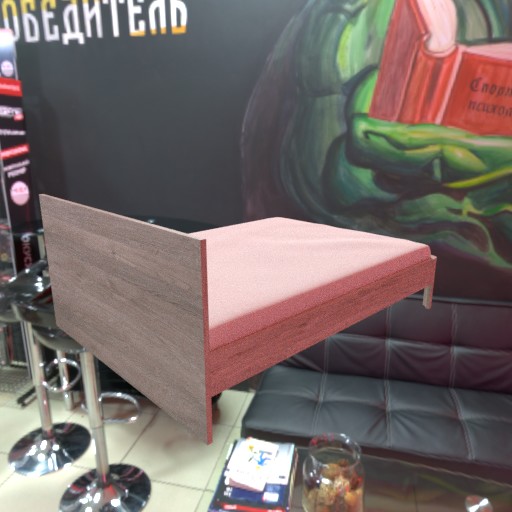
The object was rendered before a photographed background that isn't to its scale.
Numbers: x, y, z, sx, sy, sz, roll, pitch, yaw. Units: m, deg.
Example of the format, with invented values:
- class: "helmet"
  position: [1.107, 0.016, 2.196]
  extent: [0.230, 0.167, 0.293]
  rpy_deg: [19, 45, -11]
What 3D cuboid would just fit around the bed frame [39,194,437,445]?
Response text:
- class: "bed frame"
  position: [0.000, 0.000, 2.735]
  extent: [1.950, 0.800, 1.490]
  rpy_deg: [-15, 22, -42]
